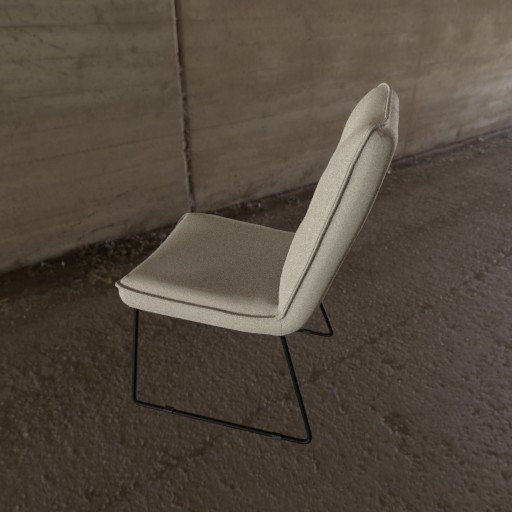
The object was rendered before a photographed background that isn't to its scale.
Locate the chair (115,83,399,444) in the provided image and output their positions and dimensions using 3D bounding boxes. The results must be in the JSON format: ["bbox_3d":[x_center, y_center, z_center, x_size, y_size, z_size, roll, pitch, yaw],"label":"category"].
[{"bbox_3d":[0.000,0.000,1.320,0.688,0.930,0.515,8,31,14],"label":"chair"}]
